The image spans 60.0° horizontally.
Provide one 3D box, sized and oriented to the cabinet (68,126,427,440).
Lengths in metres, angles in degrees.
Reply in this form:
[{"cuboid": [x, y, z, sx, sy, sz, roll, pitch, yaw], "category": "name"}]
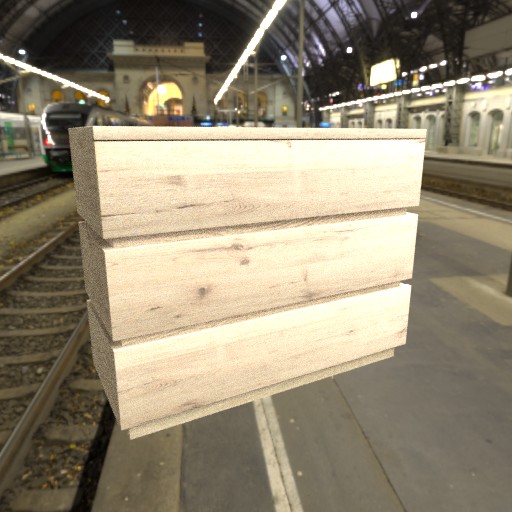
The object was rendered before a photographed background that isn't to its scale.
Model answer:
[{"cuboid": [0.000, 0.000, 1.488, 1.040, 0.820, 0.420, -8, 17, -28], "category": "cabinet"}]
